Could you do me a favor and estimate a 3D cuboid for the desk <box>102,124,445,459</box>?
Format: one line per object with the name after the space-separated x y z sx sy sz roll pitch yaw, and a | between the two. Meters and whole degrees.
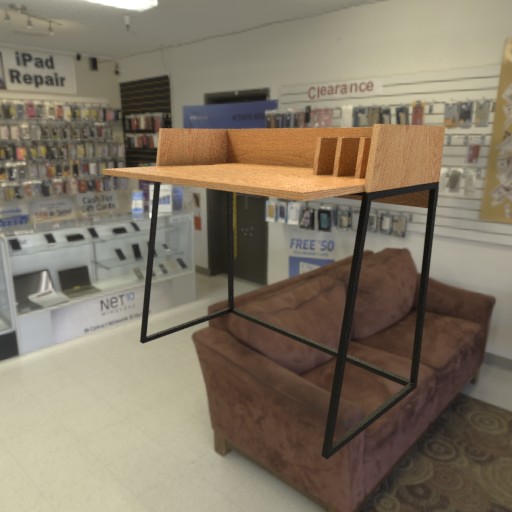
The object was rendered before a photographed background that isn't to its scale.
0.000 0.000 1.898 0.769 1.061 1.191 -14 21 -42 | desk
